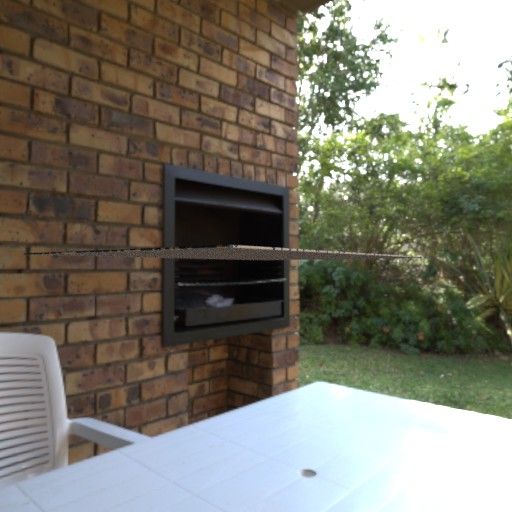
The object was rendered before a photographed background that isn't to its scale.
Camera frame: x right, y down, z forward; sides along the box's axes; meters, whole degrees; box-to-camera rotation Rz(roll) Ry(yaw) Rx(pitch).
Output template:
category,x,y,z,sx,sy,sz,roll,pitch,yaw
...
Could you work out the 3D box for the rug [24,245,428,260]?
category,x,y,z,sx,sy,sz,roll,pitch,yaw
rug,0.000,0.000,2.332,1.220,0.007,1.828,-1,-2,38
